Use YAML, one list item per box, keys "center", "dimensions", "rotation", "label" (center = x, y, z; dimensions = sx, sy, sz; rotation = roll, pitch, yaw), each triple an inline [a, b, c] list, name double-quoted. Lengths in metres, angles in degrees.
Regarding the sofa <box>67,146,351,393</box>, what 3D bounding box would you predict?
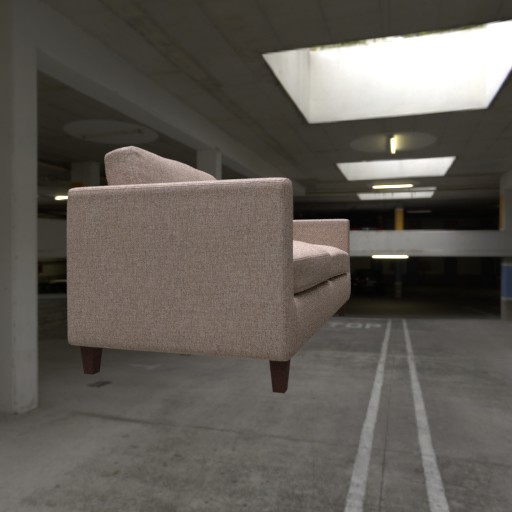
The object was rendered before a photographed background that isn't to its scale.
- center: [0.000, 0.000, 2.680]
  dimensions: [0.951, 0.965, 2.208]
  rotation: [0, 1, 17]
  label: "sofa"
